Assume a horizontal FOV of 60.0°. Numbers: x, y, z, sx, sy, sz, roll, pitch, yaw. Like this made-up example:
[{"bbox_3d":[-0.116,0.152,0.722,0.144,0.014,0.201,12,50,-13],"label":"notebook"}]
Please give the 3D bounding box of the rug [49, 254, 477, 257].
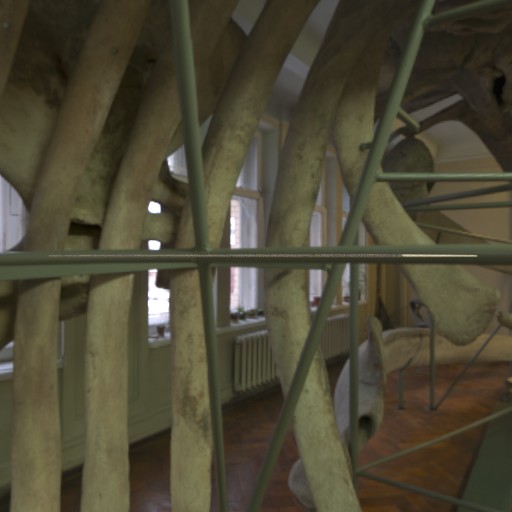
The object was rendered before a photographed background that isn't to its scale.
[{"bbox_3d":[0.000,0.000,2.968,2.439,0.011,1.533,0,0,36],"label":"rug"}]
